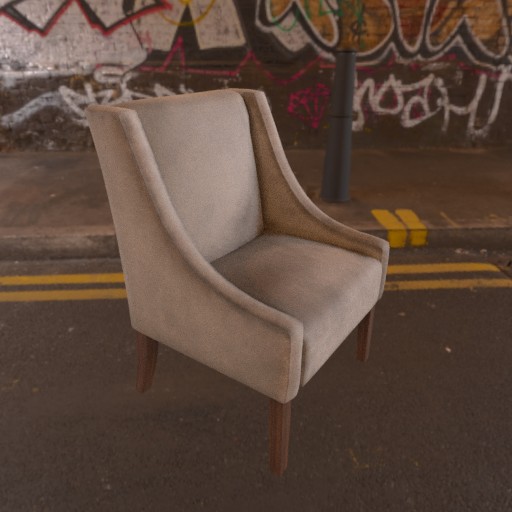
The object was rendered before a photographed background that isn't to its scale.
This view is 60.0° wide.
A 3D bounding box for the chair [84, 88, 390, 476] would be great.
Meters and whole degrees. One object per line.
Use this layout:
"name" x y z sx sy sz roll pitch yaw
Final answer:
"chair" 0.000 0.000 1.339 0.629 0.895 0.629 17 30 31
